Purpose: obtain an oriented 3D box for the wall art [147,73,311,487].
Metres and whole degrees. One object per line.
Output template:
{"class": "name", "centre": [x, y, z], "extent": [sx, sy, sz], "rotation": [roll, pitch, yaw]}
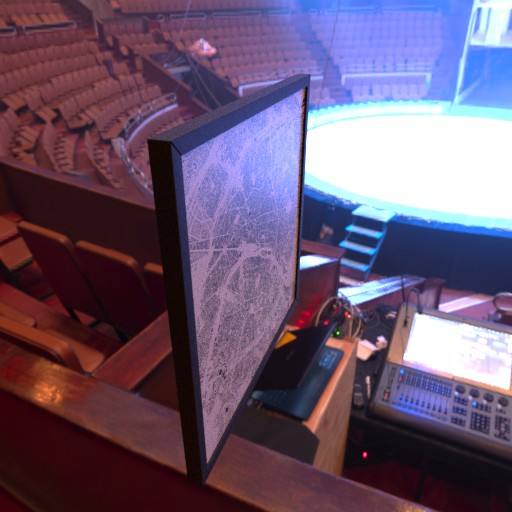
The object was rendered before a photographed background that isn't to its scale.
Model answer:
{"class": "wall art", "centre": [0.000, 0.000, 1.106], "extent": [0.037, 0.763, 0.763], "rotation": [10, 31, 18]}
